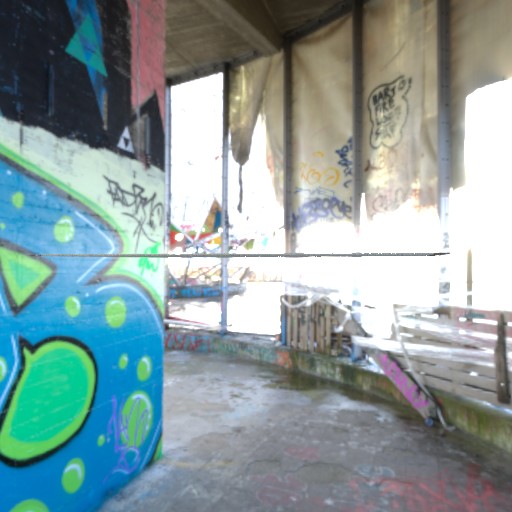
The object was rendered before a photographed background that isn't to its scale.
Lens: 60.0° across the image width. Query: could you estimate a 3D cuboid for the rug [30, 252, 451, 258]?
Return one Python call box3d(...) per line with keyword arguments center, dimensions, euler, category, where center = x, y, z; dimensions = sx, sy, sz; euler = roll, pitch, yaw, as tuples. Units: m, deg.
box3d(center=(0.000, 0.000, 2.344), dimensions=(1.802, 0.008, 1.247), euler=(0, -1, 19), category="rug")
